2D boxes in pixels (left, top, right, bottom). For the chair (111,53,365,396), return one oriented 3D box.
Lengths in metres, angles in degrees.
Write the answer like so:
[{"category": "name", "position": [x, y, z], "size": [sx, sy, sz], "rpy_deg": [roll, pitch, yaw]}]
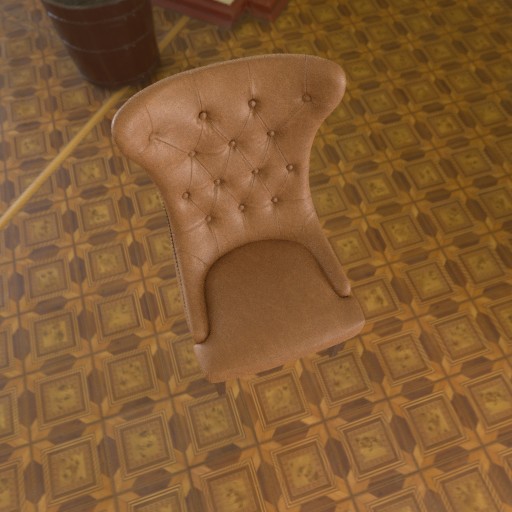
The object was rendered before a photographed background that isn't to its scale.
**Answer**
[{"category": "chair", "position": [0.000, 0.000, 1.468], "size": [0.611, 1.065, 0.669], "rpy_deg": [-17, 64, -8]}]
